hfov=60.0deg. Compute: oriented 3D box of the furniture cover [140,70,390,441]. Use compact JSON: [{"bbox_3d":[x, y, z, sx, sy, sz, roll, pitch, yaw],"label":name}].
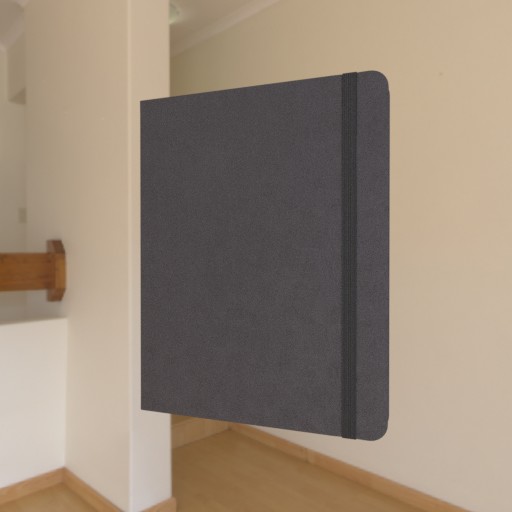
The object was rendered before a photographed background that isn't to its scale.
[{"bbox_3d":[0.000,0.000,0.376,0.216,0.281,0.023,0,1,19],"label":"furniture cover"}]
